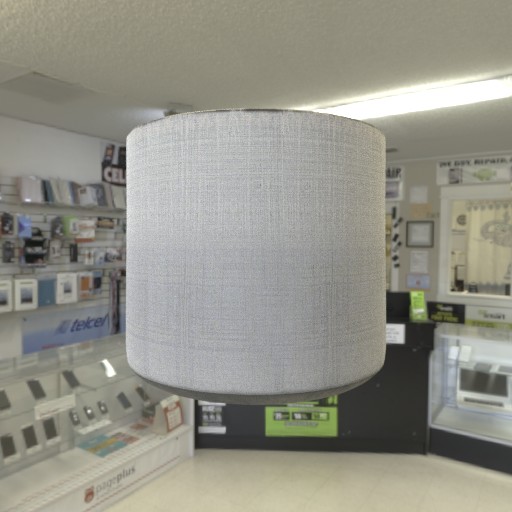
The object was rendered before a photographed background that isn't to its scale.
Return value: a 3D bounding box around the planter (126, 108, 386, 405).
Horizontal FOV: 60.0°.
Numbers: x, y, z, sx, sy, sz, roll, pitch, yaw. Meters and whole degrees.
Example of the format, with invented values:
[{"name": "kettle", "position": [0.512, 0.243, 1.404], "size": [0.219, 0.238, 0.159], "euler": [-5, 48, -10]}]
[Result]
[{"name": "planter", "position": [0.000, 0.000, 0.399], "size": [0.226, 0.201, 0.226], "euler": [0, 2, 0]}]
